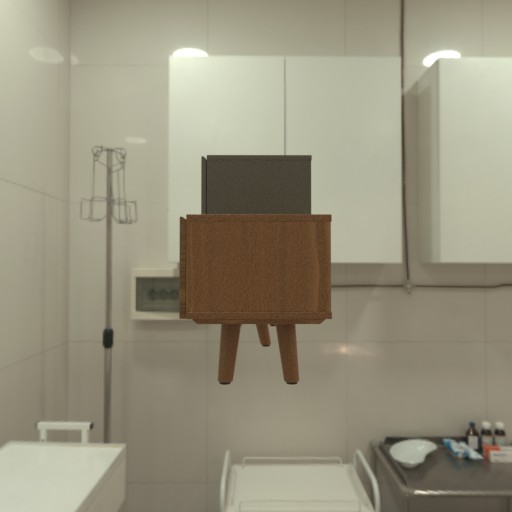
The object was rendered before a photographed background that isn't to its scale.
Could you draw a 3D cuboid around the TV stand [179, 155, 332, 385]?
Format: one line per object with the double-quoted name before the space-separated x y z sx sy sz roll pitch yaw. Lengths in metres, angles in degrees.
"TV stand" 0.000 0.000 1.564 0.329 0.591 1.336 0 -1 0
